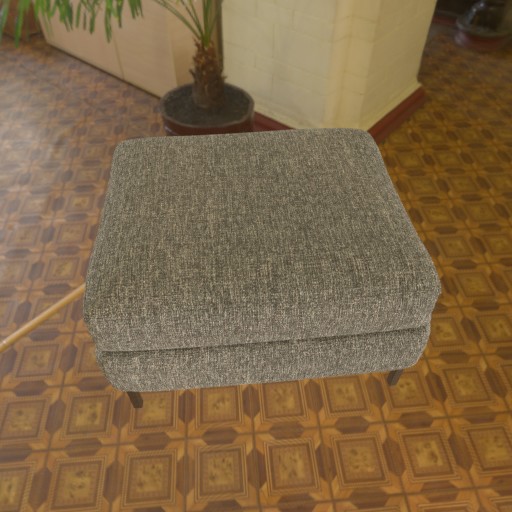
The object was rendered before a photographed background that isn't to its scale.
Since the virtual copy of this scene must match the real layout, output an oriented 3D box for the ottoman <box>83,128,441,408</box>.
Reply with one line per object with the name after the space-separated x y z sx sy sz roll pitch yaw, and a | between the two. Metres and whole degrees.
0.000 0.000 1.252 0.828 0.480 0.683 -4 48 -4 | ottoman
